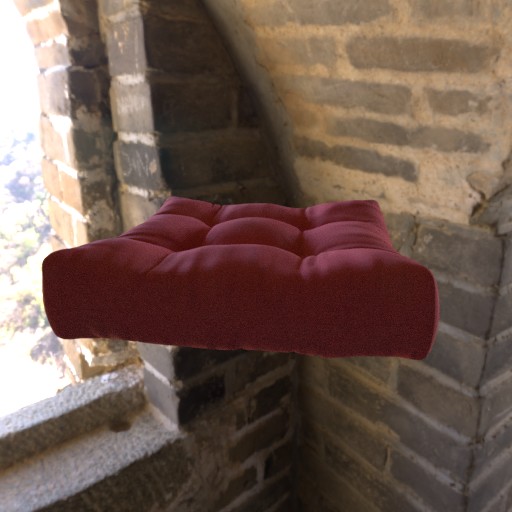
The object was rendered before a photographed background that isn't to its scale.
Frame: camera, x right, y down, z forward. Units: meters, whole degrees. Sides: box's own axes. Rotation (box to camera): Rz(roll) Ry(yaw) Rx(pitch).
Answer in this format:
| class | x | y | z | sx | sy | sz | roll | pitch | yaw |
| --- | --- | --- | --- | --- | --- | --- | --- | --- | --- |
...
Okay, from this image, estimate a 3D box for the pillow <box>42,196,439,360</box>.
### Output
| class | x | y | z | sx | sy | sz | roll | pitch | yaw |
| --- | --- | --- | --- | --- | --- | --- | --- | --- | --- |
| pillow | 0.000 | 0.000 | 0.719 | 0.468 | 0.128 | 0.490 | 2 | 16 | 7 |
